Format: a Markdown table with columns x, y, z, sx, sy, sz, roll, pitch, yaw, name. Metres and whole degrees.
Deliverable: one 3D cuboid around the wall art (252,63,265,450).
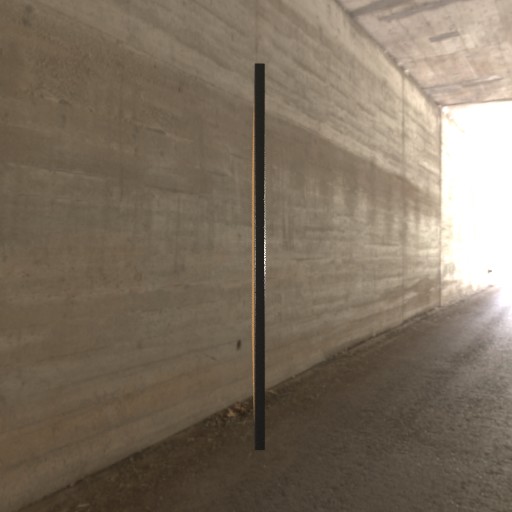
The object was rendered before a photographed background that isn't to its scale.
| x | y | z | sx | sy | sz | roll | pitch | yaw | name |
| --- | --- | --- | --- | --- | --- | --- | --- | --- | --- |
| 0.000 | 0.000 | 1.041 | 0.015 | 0.552 | 0.819 | 0 | 0 | -1 | wall art |
